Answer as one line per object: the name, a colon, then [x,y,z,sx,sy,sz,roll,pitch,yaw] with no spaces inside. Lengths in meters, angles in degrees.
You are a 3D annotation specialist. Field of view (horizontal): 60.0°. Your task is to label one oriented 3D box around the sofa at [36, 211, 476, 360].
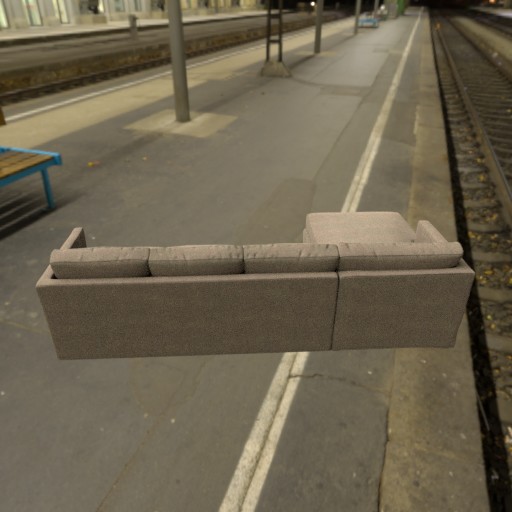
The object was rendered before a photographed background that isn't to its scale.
sofa: [0.000,0.000,4.011,3.205,0.922,1.650,-1,30,-2]
